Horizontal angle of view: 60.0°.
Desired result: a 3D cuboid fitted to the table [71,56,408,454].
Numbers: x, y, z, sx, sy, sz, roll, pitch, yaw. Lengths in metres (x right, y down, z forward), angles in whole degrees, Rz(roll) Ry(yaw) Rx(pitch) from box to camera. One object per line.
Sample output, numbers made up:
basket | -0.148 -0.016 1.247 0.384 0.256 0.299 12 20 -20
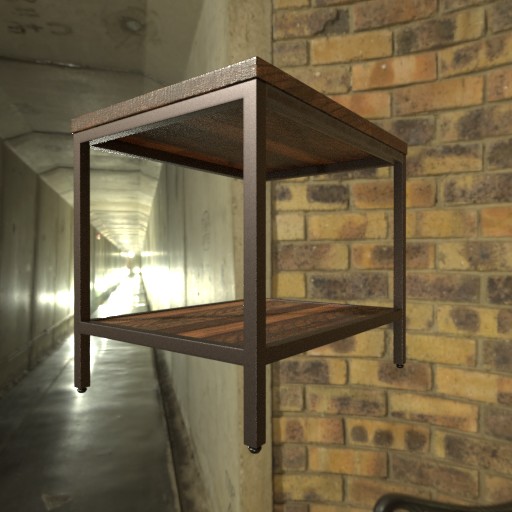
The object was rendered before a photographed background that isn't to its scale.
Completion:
table | 0.000 0.000 1.102 0.524 0.612 0.678 0 0 38
